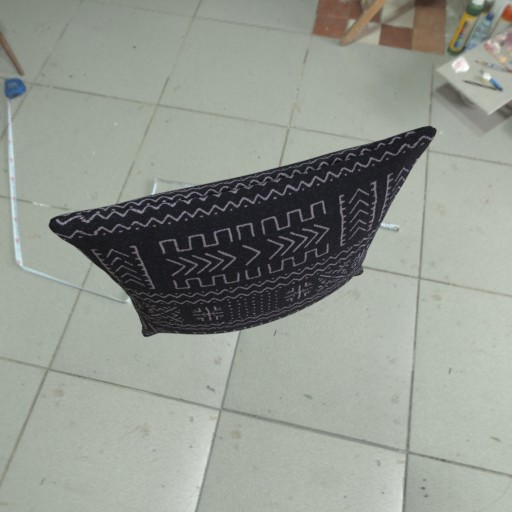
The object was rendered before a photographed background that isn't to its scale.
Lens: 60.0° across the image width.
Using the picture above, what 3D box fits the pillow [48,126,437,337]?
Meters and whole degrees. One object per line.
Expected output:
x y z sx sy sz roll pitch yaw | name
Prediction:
0.000 0.000 0.660 0.438 0.430 0.164 -15 66 -7 | pillow
